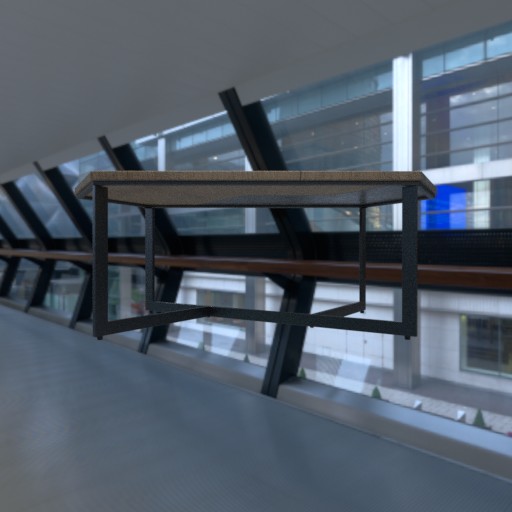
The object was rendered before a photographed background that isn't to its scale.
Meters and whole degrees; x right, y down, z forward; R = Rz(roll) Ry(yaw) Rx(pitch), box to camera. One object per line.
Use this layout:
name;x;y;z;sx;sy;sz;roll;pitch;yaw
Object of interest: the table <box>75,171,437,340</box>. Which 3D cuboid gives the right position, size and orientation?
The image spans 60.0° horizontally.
table;0.000;0.000;1.492;1.219;0.457;0.609;0;0;0
